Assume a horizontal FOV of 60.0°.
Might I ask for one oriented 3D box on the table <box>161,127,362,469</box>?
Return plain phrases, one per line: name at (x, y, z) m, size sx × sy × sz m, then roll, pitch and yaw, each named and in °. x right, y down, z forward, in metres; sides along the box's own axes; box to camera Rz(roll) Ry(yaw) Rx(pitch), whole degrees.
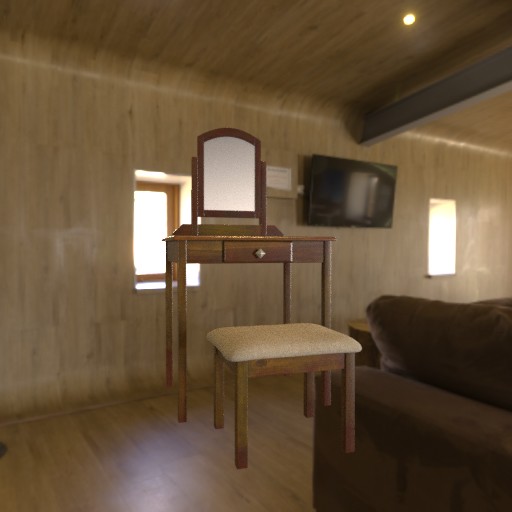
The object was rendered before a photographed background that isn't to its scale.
table at (0.000, 0.000, 2.328) m, size 0.876 × 1.631 × 1.211 m, roll 0°, pitch 1°, yaw -17°
